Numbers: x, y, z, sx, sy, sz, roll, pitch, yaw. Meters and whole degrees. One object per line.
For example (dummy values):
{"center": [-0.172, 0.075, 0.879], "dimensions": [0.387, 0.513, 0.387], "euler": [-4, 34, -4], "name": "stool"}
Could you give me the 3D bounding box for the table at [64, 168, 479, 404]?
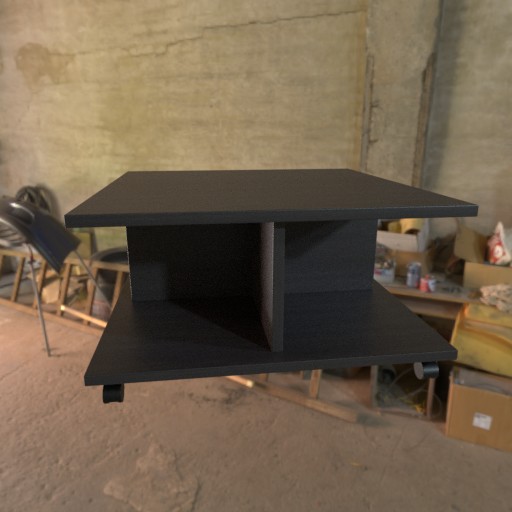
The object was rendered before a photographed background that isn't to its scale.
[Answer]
{"center": [0.000, 0.000, 1.219], "dimensions": [0.762, 0.396, 0.762], "euler": [-2, 17, -7], "name": "table"}
